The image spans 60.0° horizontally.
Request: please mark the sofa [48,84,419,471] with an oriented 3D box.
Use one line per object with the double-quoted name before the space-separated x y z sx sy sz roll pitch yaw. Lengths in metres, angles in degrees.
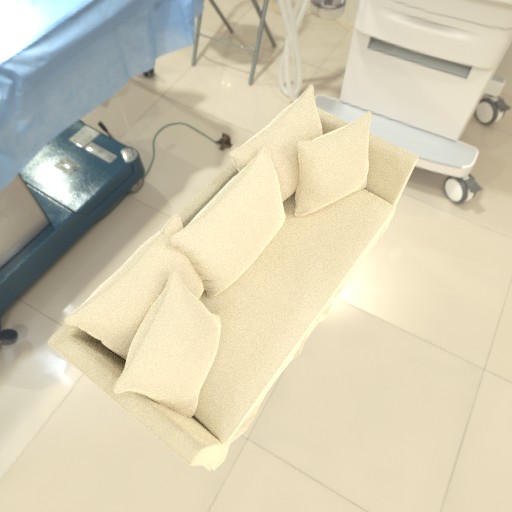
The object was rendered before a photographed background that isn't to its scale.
"sofa" 0.000 0.000 2.756 1.031 1.034 2.290 32 64 18
